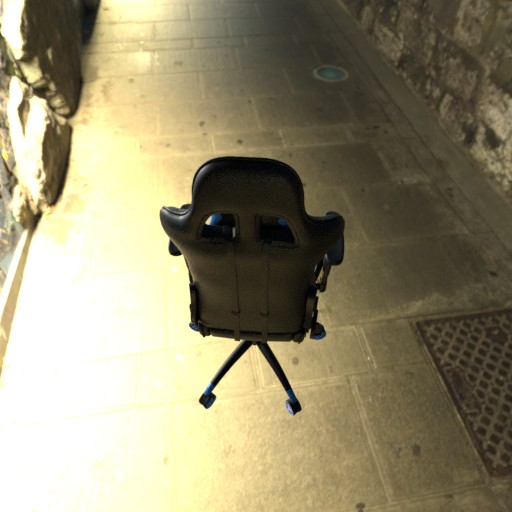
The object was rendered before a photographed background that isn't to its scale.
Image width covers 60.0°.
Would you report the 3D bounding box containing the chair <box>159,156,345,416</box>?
[{"bbox_3d":[0.000,0.000,1.748,0.695,1.282,0.730,3,47,3],"label":"chair"}]
